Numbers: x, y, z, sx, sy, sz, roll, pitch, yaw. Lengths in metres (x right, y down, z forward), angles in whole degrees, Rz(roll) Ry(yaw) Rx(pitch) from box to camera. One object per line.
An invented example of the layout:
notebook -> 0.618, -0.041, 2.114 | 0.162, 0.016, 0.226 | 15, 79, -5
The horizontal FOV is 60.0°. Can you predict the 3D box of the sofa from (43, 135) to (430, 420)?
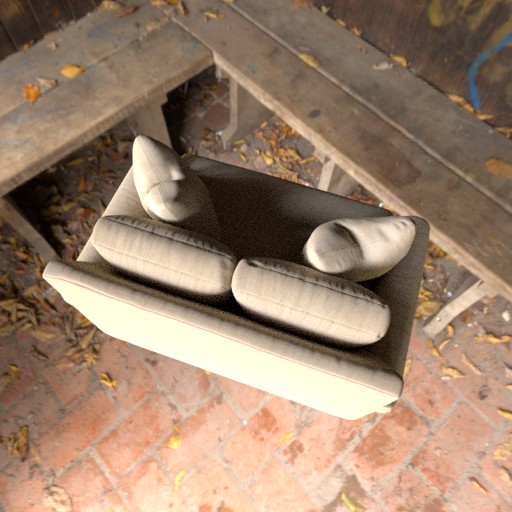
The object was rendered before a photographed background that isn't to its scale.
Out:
sofa -> 0.000, 0.000, 2.168 | 1.550, 0.905, 1.070 | 17, 66, 8
